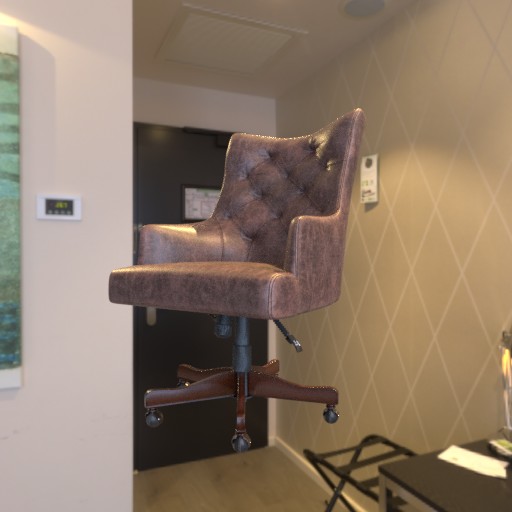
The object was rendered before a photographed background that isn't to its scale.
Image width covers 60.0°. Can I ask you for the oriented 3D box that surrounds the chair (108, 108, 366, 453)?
[{"bbox_3d":[0.000,0.000,1.520,0.641,1.035,0.762,0,0,36],"label":"chair"}]
